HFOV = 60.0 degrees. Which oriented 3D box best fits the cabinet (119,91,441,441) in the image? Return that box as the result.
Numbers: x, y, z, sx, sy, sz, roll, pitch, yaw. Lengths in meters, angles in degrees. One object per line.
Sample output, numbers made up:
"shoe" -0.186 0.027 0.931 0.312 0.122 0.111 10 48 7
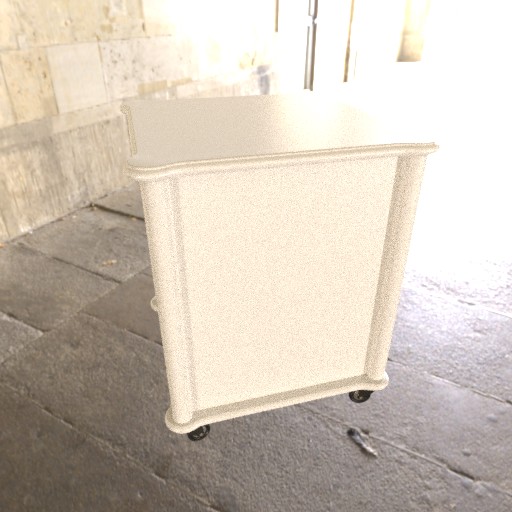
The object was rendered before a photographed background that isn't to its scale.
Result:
"cabinet" 0.000 0.000 1.246 0.627 0.761 0.628 -8 31 -13
